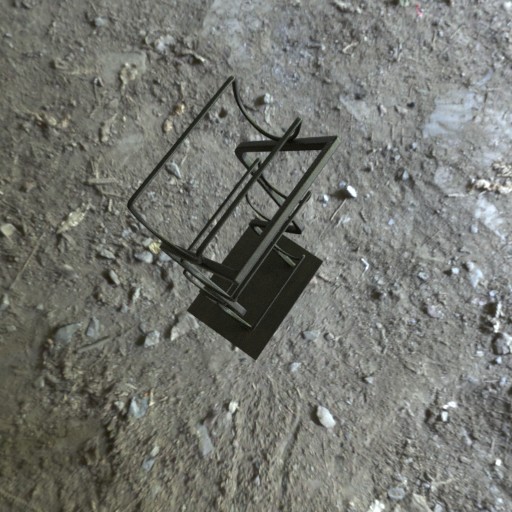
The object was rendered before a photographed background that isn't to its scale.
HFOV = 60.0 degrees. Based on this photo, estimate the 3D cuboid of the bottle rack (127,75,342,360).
[{"bbox_3d":[0.000,0.000,0.683,0.178,0.559,0.254,34,79,8],"label":"bottle rack"}]
